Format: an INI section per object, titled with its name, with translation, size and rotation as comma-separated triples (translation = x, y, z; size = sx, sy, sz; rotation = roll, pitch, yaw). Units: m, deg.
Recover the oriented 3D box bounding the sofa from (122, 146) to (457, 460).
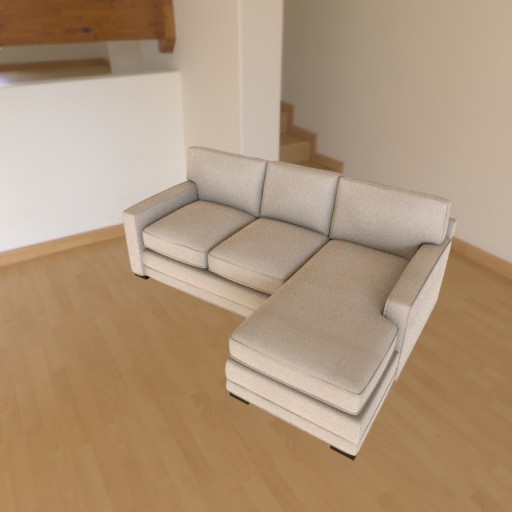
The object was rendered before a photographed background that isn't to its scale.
[sofa]
translation = 0.000, 0.000, 2.876
size = 2.087, 0.861, 1.496
rotation = 18, 35, 28
